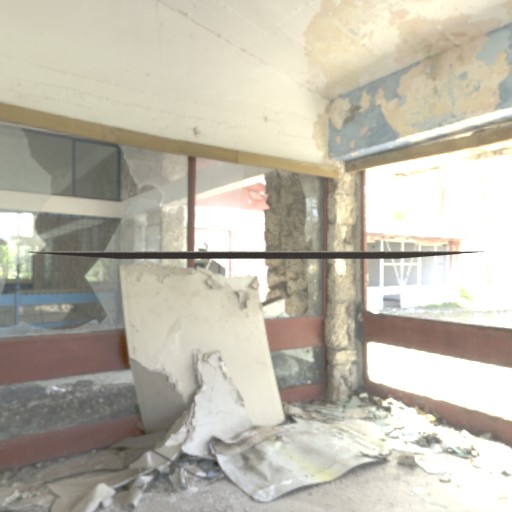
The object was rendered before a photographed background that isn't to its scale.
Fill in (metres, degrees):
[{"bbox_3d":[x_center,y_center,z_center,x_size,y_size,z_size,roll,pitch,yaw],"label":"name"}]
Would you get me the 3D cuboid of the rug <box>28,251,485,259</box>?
[{"bbox_3d":[0.000,0.000,3.097,2.433,0.007,1.507,0,-2,1],"label":"rug"}]
